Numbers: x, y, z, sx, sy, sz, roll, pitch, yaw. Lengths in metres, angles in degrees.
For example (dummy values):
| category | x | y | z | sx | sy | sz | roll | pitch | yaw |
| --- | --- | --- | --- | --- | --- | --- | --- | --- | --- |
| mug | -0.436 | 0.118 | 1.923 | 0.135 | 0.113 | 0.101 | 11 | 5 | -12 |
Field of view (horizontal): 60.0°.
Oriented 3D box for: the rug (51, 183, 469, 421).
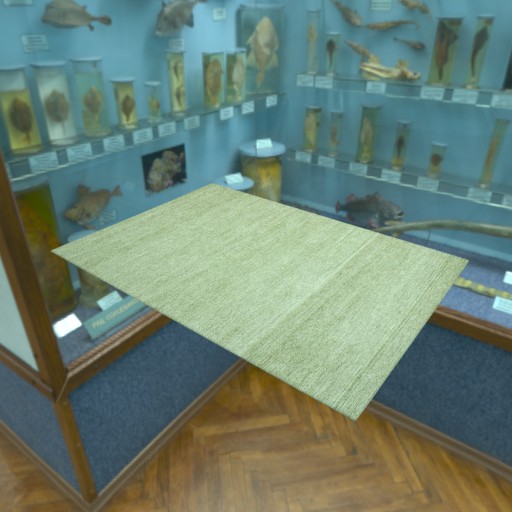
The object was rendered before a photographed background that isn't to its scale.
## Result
| category | x | y | z | sx | sy | sz | roll | pitch | yaw |
| --- | --- | --- | --- | --- | --- | --- | --- | --- | --- |
| rug | 0.000 | 0.000 | 2.938 | 2.270 | 0.017 | 1.606 | 21 | 36 | 32 |
